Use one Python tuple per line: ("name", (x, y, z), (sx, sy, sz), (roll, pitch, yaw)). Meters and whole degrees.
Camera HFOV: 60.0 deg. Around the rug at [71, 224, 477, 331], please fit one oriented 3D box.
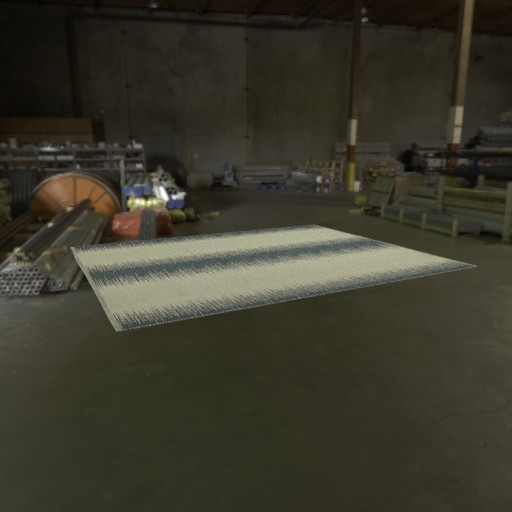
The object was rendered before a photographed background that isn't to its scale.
("rug", (0.000, 0.000, 4.180), (3.037, 0.004, 2.453), (-7, 15, -27))
